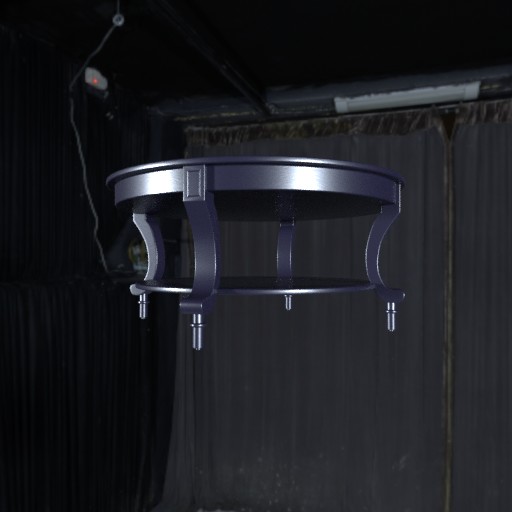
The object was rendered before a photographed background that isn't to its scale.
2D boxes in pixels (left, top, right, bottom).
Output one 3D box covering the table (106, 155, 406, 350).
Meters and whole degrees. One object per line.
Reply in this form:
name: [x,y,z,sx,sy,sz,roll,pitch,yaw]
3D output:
table: [0.000,0.000,1.601,1.029,0.491,1.029,0,0,0]
